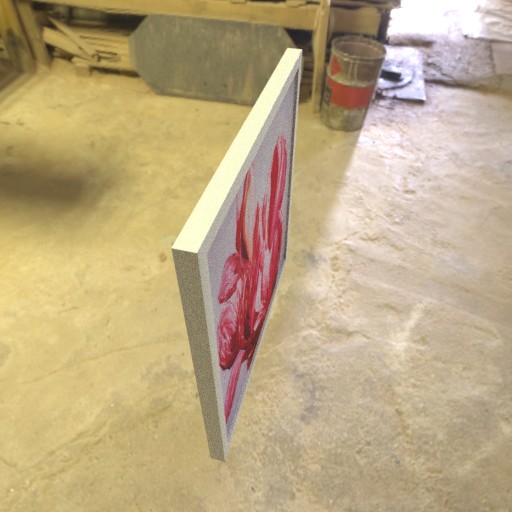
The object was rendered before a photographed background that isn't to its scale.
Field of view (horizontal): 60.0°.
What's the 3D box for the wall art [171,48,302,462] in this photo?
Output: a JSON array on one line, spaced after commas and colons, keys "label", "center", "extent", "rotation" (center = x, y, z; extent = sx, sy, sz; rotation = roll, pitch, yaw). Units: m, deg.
[{"label": "wall art", "center": [0.000, 0.000, 0.680], "extent": [0.023, 0.453, 0.455], "rotation": [11, 46, 11]}]
